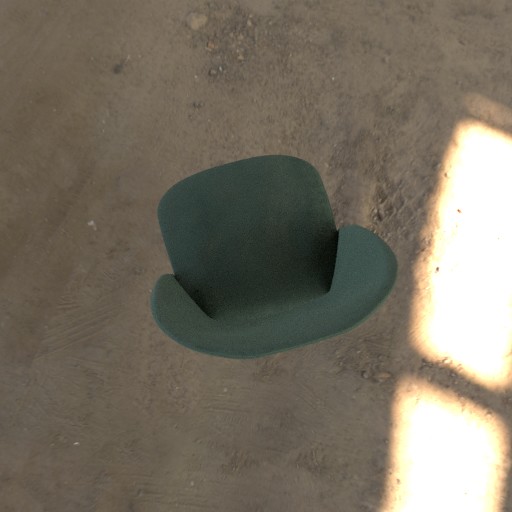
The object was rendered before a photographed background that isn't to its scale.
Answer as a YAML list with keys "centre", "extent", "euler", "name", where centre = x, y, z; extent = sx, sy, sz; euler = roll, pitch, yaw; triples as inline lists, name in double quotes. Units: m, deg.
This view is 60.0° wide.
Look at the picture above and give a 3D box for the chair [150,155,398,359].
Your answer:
- centre: [0.000, 0.000, 1.236]
  extent: [0.527, 0.860, 0.577]
  euler: [-15, 75, -4]
  name: "chair"
